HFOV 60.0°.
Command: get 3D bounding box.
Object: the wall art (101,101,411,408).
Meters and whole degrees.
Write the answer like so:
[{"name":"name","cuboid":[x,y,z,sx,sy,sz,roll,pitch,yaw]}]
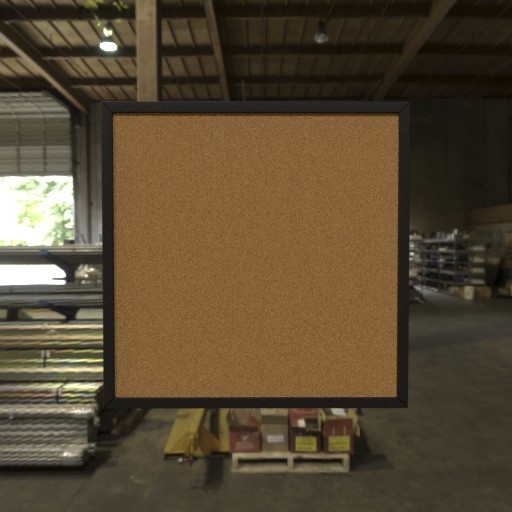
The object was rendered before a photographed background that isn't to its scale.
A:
[{"name":"wall art","cuboid":[0.000,0.000,0.751,0.508,0.508,0.037,0,1,0]}]
